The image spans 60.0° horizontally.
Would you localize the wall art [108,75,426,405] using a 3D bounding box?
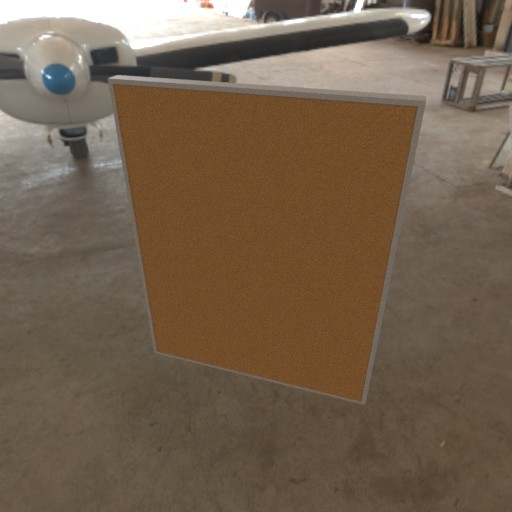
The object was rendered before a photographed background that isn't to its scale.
[{"bbox_3d":[0.000,0.000,1.042,0.611,0.763,0.055,10,34,15],"label":"wall art"}]
